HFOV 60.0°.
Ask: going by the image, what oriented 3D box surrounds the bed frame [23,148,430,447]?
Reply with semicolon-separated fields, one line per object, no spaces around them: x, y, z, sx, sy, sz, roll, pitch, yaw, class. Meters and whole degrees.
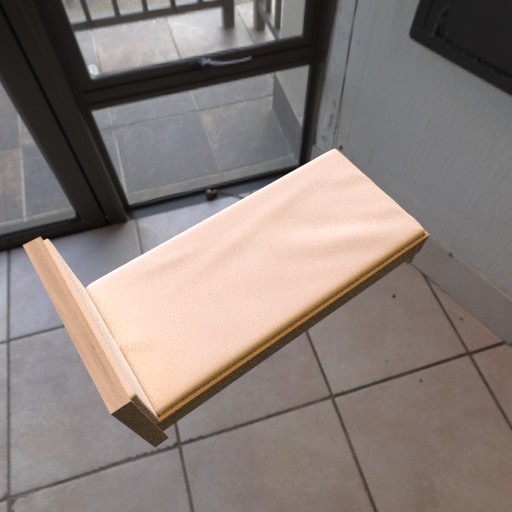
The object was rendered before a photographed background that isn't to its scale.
0.000;0.000;2.709;2.140;0.920;0.990;-31;64;-17;bed frame
